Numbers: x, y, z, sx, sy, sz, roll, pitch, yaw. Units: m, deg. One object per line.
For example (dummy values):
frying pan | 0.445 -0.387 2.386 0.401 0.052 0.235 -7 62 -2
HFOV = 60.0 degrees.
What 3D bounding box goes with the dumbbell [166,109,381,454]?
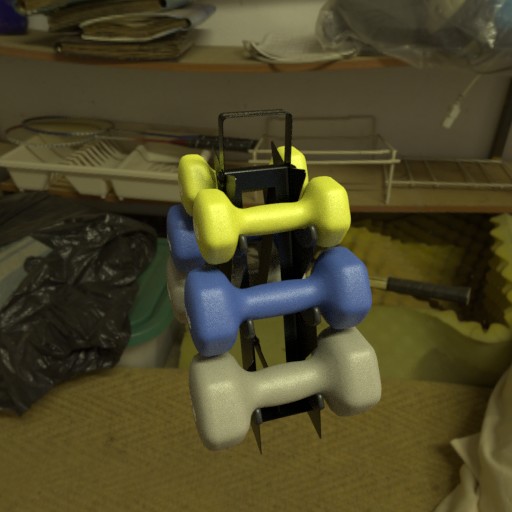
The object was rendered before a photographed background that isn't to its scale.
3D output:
dumbbell | 0.000 0.000 0.677 0.261 0.426 0.416 -8 32 -14
